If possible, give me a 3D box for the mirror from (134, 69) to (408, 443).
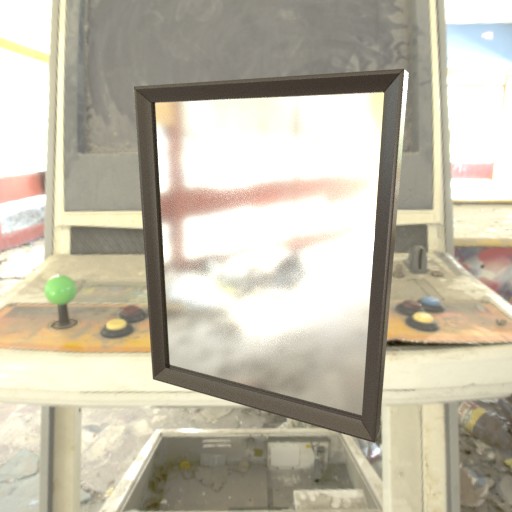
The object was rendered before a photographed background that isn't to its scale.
[{"bbox_3d":[0.000,0.000,0.686,0.406,0.509,0.041,7,16,25],"label":"mirror"}]
